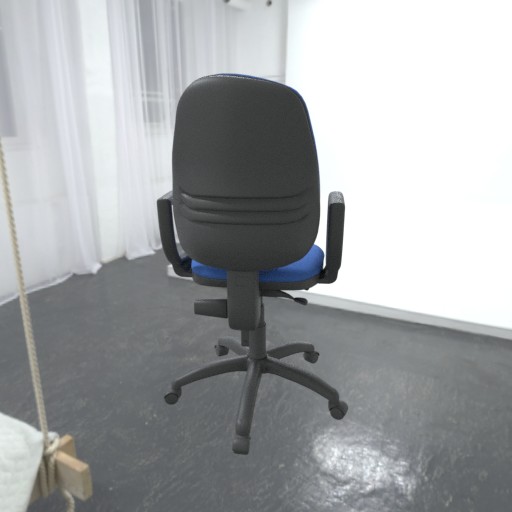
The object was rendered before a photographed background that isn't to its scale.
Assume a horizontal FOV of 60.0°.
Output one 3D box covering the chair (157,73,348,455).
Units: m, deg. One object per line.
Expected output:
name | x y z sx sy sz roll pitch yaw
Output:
chair | 0.000 0.000 1.245 0.552 0.905 0.549 2 16 8
